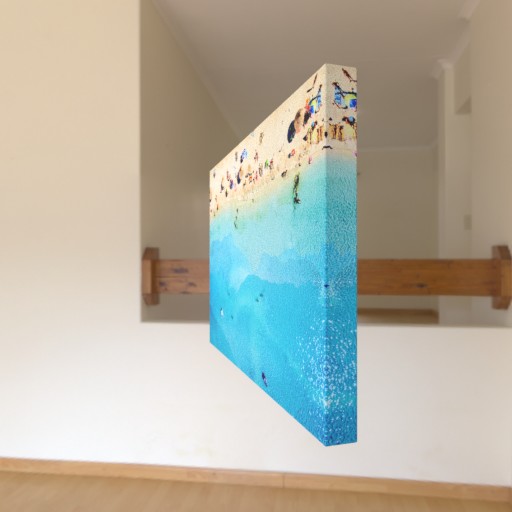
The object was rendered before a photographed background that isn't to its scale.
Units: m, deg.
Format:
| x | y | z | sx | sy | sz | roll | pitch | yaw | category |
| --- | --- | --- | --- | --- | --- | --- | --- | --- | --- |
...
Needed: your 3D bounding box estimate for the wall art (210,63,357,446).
| x | y | z | sx | sy | sz | roll | pitch | yaw | category |
| --- | --- | --- | --- | --- | --- | --- | --- | --- | --- |
| 0.000 | 0.000 | 1.121 | 0.057 | 0.595 | 0.894 | 0 | 0 | -17 | wall art |
